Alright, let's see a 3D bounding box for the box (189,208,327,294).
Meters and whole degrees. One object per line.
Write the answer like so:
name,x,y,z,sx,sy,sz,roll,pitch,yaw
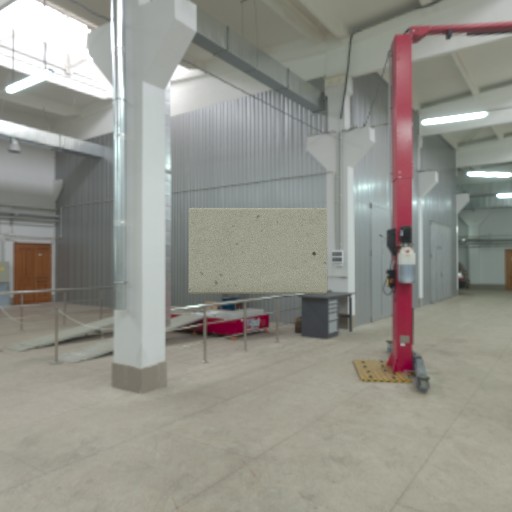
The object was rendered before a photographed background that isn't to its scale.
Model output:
box,0.000,0.000,0.491,0.082,0.051,0.461,0,-1,0
